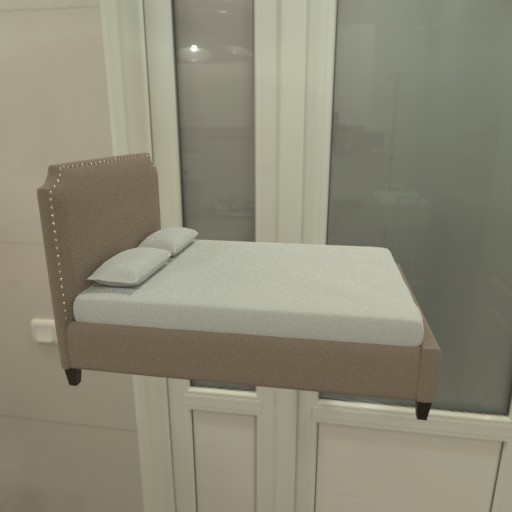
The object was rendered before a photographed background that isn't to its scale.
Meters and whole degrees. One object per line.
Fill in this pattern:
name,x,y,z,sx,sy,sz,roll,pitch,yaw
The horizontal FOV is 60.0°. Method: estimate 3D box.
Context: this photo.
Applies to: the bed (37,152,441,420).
bed,0.000,0.000,3.354,2.372,1.443,1.713,3,16,9
